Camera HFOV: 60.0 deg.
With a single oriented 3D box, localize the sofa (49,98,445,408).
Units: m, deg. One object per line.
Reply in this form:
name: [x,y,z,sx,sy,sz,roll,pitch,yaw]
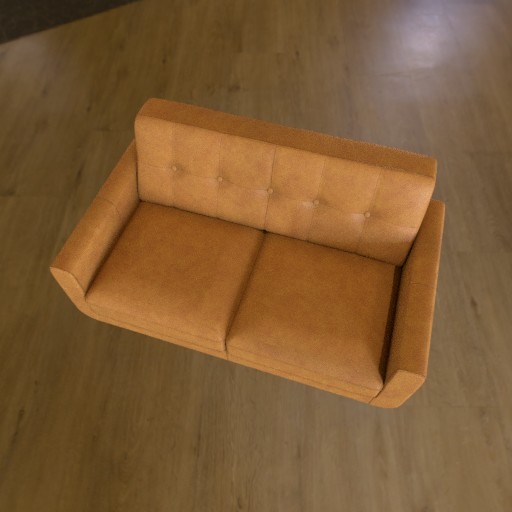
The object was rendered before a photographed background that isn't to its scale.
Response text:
sofa: [0.000,0.000,2.185,1.651,0.925,0.952,15,58,9]
